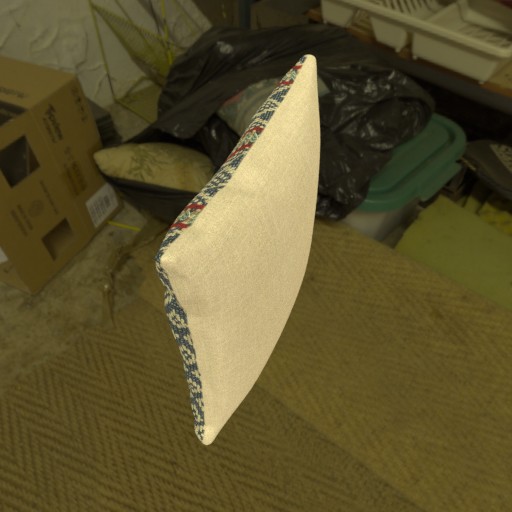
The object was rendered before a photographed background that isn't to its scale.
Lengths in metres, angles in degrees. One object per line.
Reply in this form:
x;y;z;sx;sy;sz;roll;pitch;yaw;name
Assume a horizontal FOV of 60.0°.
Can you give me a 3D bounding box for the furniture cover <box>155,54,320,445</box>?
0.000;0.000;0.663;0.139;0.431;0.431;16;50;14;furniture cover
